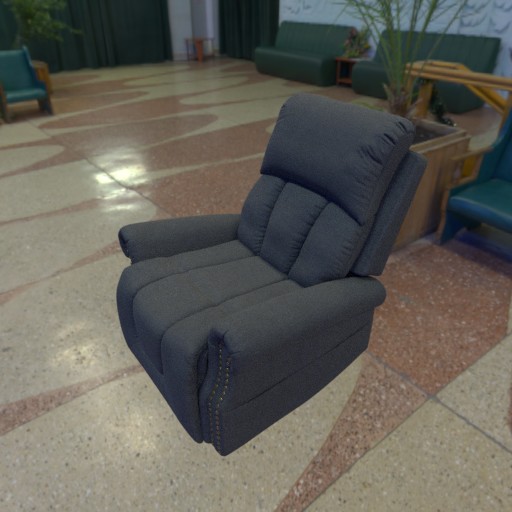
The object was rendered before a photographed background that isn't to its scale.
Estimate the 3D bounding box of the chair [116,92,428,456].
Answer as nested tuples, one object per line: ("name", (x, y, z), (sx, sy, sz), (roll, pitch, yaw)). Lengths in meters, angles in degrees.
("chair", (0.000, 0.000, 1.695), (0.979, 1.031, 0.871), (-21, 37, -30))
